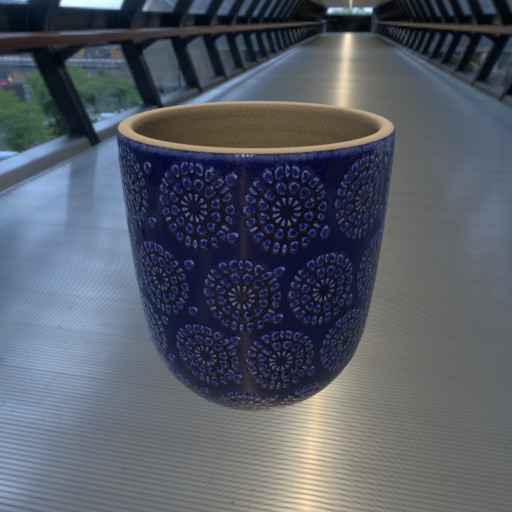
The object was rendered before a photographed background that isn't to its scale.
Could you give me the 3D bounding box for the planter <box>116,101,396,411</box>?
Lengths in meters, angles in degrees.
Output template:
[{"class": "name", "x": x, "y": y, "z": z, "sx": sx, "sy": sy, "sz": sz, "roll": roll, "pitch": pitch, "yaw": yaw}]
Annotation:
[{"class": "planter", "x": 0.000, "y": 0.000, "z": 0.344, "sx": 0.184, "sy": 0.206, "sz": 0.184, "roll": 0, "pitch": 27, "yaw": 0}]
